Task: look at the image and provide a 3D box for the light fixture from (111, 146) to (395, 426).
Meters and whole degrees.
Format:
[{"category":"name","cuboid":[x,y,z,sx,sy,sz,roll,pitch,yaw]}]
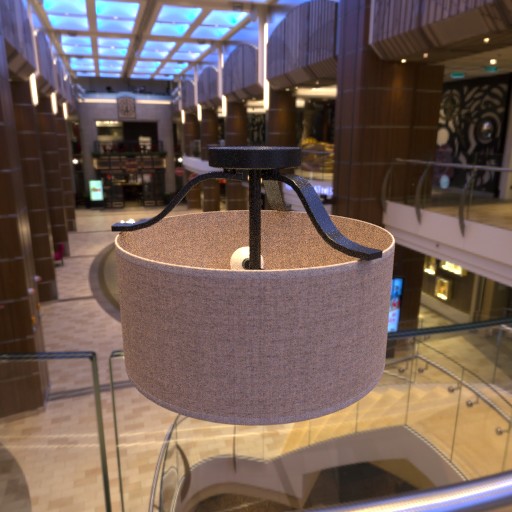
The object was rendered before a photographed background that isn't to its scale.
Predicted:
[{"category":"light fixture","cuboid":[0.000,0.000,0.643,0.390,0.306,0.390,0,15,0]}]
